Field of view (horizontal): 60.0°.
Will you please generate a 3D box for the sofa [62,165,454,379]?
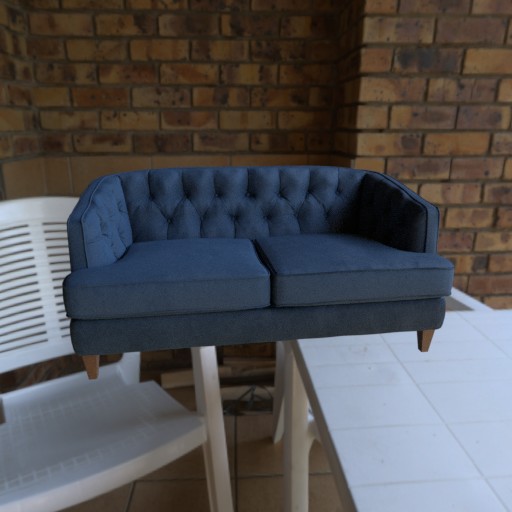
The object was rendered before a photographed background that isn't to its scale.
[{"bbox_3d":[0.000,0.000,2.315,1.733,0.854,0.941,-3,16,-9],"label":"sofa"}]
